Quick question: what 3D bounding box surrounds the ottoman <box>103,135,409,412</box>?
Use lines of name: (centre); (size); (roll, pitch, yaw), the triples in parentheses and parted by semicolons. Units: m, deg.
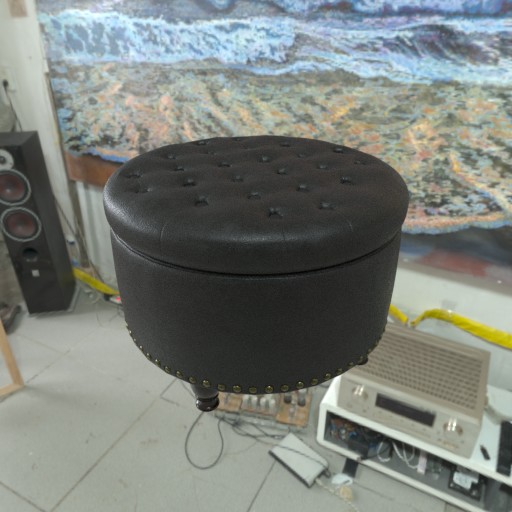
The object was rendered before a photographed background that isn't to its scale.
ottoman: (0.000, 0.000, 1.048); (0.637, 0.442, 0.637); (0, 29, 0)
